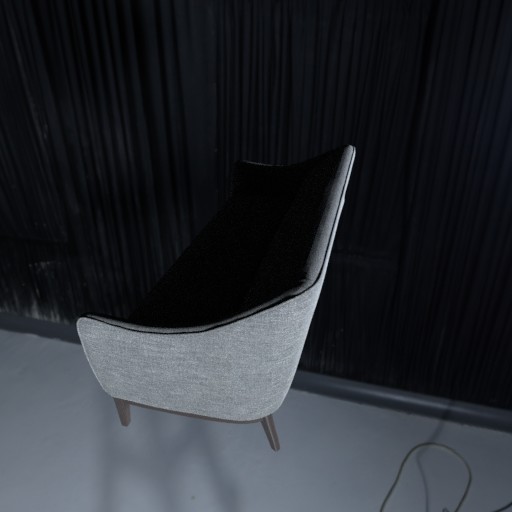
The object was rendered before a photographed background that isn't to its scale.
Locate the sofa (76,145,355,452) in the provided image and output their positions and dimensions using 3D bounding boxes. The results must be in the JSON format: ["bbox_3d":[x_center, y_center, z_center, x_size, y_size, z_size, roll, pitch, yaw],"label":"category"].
[{"bbox_3d":[0.000,0.000,2.376,0.867,0.829,1.928,7,30,13],"label":"sofa"}]
